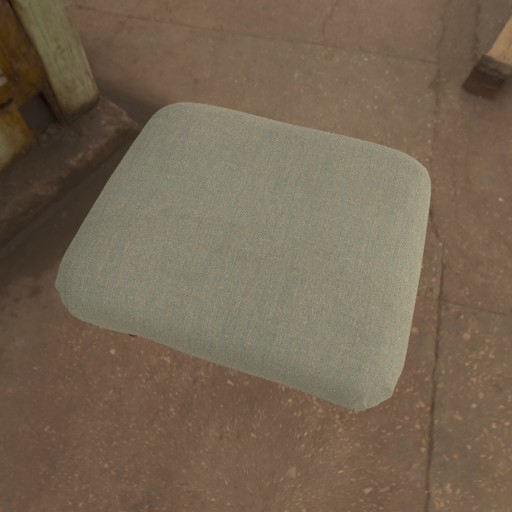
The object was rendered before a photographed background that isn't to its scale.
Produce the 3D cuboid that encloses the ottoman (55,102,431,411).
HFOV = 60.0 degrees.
[{"bbox_3d":[0.000,0.000,1.120,0.747,0.450,0.622,16,61,9],"label":"ottoman"}]
